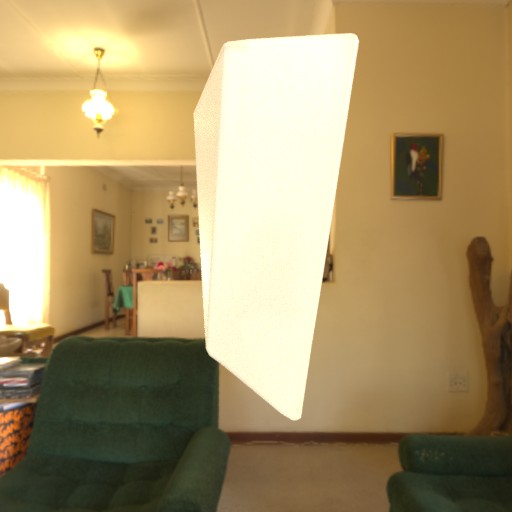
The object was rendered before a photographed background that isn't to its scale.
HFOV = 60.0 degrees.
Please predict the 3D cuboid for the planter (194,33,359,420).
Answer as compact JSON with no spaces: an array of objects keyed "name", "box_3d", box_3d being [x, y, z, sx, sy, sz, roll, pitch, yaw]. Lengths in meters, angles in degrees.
[{"name":"planter","box_3d":[0.000,0.000,0.261,0.060,0.197,0.150,0,-1,-16]}]
